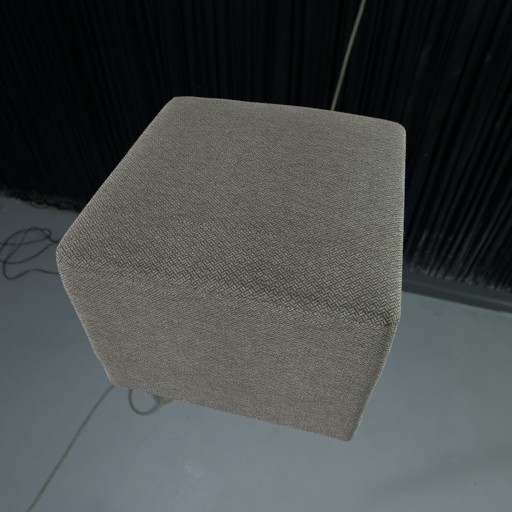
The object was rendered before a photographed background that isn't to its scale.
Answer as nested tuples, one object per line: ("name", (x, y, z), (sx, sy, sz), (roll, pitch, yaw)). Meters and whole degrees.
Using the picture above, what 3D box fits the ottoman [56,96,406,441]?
("ottoman", (0.000, 0.000, 0.910), (0.512, 0.453, 0.519), (10, 48, 9))
